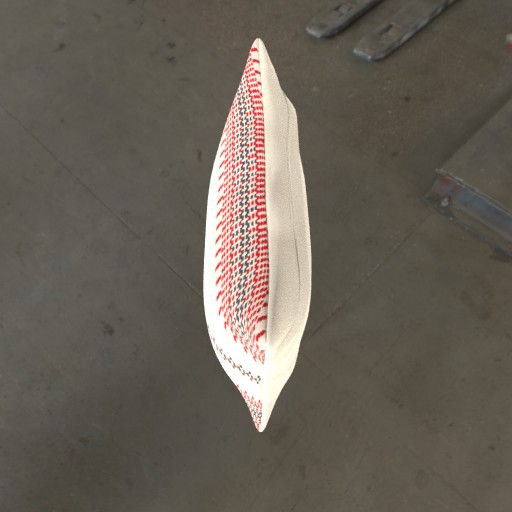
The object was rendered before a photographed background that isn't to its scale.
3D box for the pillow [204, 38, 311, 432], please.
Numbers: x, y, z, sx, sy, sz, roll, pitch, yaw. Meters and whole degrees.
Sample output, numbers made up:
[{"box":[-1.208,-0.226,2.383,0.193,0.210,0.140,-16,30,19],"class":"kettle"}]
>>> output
[{"box":[0.000,0.000,0.710,0.160,0.454,0.463,-1,59,0],"class":"pillow"}]
